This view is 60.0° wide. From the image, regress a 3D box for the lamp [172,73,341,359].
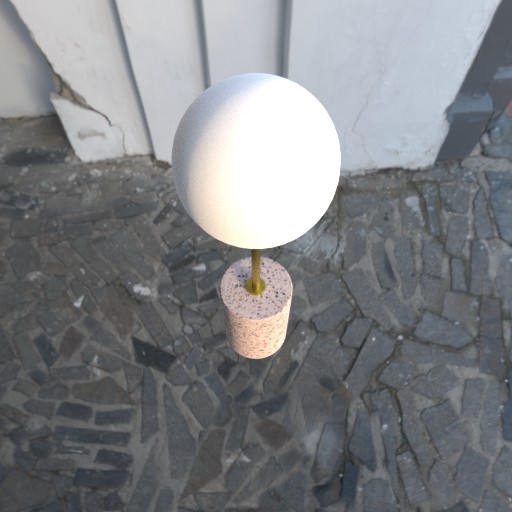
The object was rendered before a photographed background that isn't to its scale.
[{"bbox_3d":[0.000,0.000,0.547,0.153,0.480,0.153,0,59,0],"label":"lamp"}]
